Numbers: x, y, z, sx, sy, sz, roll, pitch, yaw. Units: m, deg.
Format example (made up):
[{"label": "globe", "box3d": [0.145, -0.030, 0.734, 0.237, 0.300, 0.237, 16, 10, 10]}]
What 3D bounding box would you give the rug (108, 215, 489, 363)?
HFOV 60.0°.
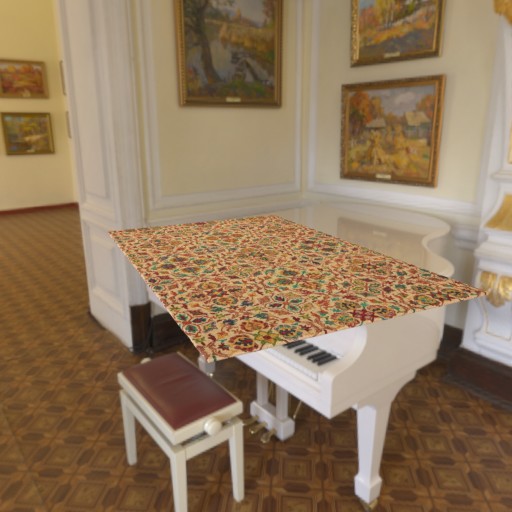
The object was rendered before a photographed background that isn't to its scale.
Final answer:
[{"label": "rug", "box3d": [0.000, 0.000, 2.933, 1.541, 0.018, 2.297, -8, 18, -25]}]
